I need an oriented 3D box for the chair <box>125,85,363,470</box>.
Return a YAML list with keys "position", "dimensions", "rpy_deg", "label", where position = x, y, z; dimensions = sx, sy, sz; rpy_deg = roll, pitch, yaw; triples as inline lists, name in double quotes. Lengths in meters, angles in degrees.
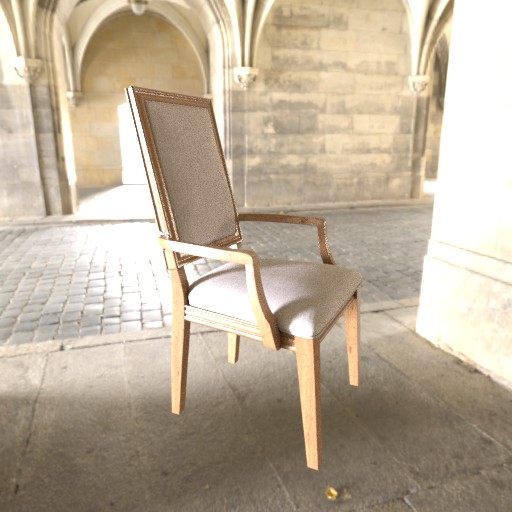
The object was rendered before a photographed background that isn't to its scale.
- position: [0.000, 0.000, 1.392]
  dimensions: [0.602, 0.990, 0.606]
  rpy_deg: [7, 16, 25]
  label: "chair"
